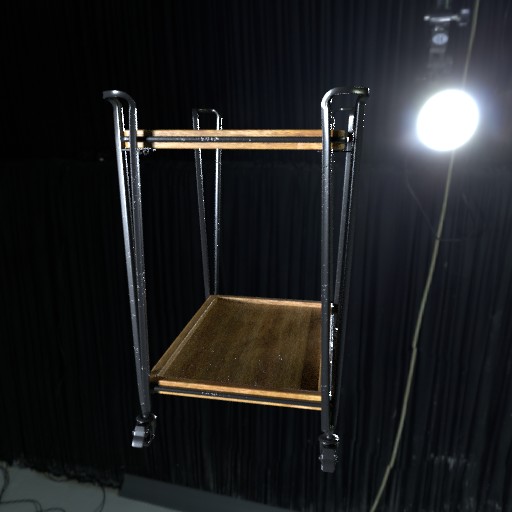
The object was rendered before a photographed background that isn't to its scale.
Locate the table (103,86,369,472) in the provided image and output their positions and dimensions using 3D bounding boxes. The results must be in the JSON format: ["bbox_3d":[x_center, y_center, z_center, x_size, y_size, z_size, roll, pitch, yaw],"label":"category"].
[{"bbox_3d":[0.000,0.000,1.186,0.505,0.785,0.672,3,16,10],"label":"table"}]
